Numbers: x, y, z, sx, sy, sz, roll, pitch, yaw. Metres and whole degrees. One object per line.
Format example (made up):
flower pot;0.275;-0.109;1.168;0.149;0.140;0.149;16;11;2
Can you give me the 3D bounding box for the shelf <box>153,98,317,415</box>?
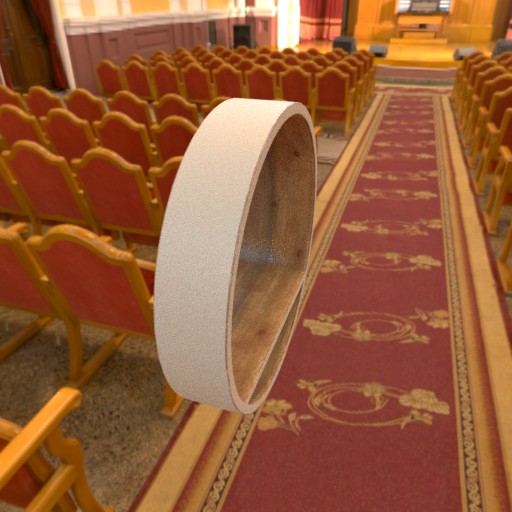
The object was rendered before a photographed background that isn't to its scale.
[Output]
shelf;0.000;0.000;1.213;0.158;0.807;0.806;10;32;16
